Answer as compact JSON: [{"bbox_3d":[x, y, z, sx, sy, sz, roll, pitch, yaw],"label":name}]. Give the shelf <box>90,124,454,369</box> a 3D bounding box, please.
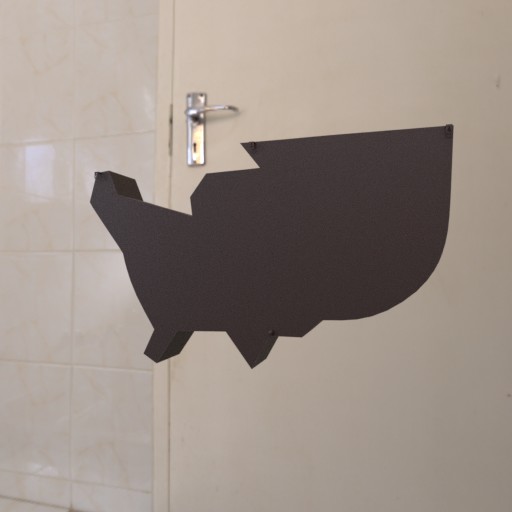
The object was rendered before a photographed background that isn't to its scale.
[{"bbox_3d":[0.000,0.000,0.897,0.729,0.439,0.112,0,-1,17],"label":"shelf"}]
